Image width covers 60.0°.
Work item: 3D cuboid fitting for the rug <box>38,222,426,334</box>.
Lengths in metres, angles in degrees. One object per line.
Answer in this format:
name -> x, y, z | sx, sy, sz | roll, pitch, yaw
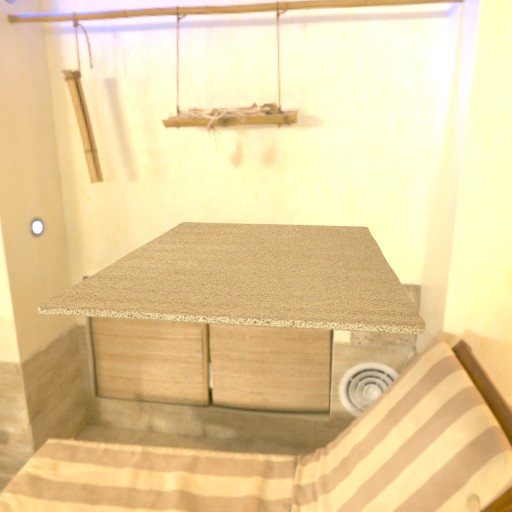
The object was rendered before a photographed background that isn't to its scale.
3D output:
rug -> 0.000, 0.000, 2.099 | 1.199, 0.025, 1.600 | 2, 14, 7
